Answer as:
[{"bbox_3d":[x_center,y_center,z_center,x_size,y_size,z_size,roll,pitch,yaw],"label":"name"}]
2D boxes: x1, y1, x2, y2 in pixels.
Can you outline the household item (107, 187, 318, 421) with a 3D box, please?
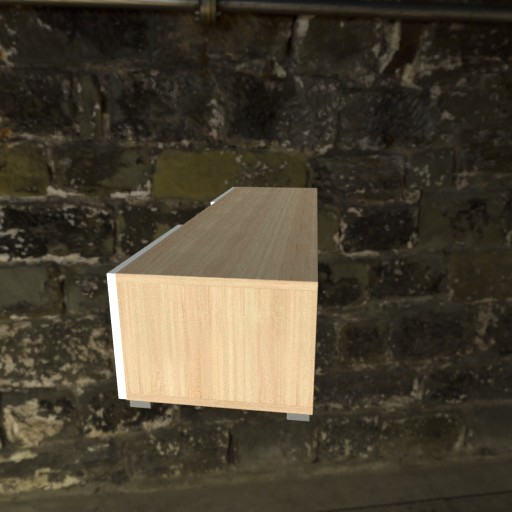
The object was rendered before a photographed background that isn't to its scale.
[{"bbox_3d":[0.000,0.000,1.570,0.420,0.310,1.400,2,16,7],"label":"household item"}]
